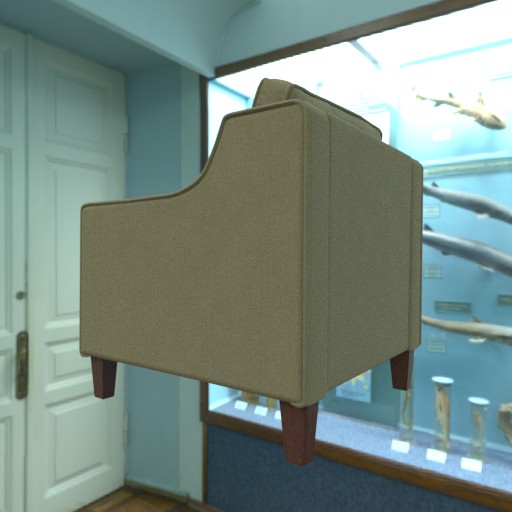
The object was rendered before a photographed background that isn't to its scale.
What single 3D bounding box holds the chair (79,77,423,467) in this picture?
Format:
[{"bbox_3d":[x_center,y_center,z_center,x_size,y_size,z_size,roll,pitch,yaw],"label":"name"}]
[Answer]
[{"bbox_3d":[0.000,0.000,1.562,0.909,0.960,0.831,0,0,37],"label":"chair"}]
